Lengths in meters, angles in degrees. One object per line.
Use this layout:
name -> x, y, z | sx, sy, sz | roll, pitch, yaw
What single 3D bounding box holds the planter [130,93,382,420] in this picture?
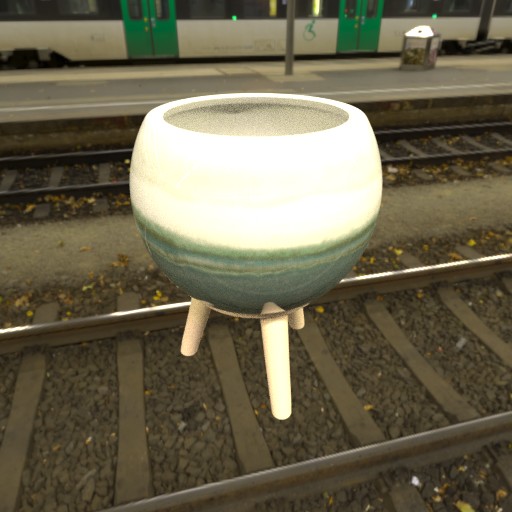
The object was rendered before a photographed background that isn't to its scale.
planter -> 0.000, 0.000, 0.439 | 0.222, 0.278, 0.222 | 0, 30, 0
